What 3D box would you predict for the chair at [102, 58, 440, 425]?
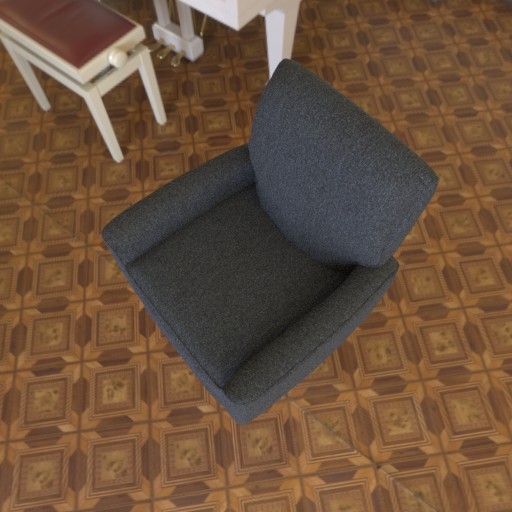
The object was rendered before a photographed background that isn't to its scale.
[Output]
[{"bbox_3d":[0.000,0.000,1.650,0.850,1.016,0.839,-37,69,-17],"label":"chair"}]
